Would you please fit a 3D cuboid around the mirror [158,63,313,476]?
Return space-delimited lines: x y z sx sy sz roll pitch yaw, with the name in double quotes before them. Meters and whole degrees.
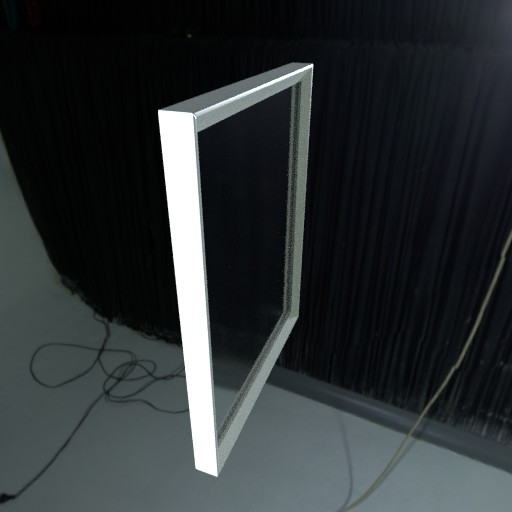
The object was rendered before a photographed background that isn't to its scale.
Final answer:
"mirror" 0.000 0.000 0.683 0.041 0.509 0.406 11 31 18
